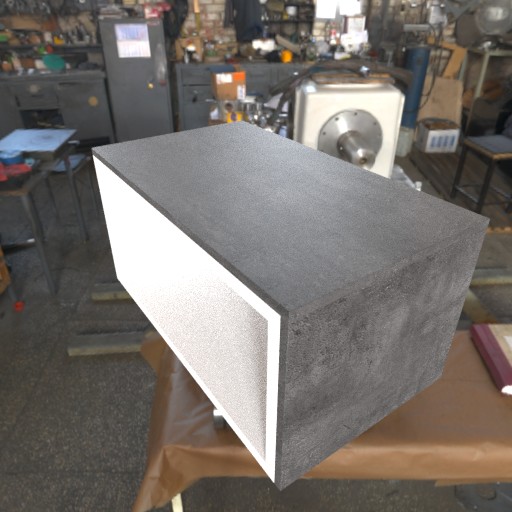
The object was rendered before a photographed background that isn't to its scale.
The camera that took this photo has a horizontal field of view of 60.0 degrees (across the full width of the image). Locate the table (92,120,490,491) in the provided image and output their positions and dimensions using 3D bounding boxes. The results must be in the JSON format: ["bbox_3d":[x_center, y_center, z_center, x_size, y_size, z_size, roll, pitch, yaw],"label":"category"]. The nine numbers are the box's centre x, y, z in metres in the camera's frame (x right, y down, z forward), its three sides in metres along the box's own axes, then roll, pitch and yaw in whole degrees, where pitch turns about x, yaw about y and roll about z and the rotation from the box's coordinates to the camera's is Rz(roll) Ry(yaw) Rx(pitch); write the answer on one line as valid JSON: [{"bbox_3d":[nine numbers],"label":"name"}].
[{"bbox_3d":[0.000,0.000,0.927,0.400,0.350,0.700,-20,37,-29],"label":"table"}]
